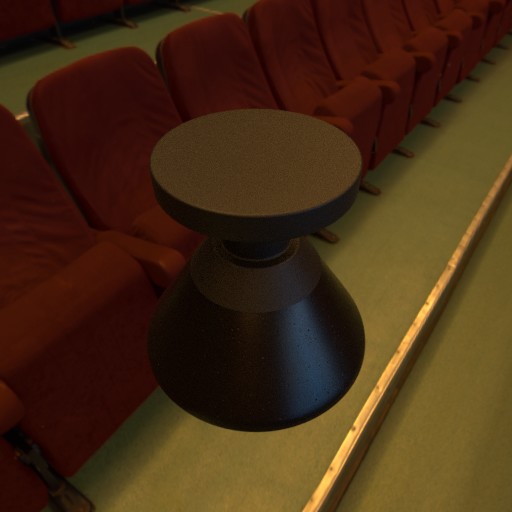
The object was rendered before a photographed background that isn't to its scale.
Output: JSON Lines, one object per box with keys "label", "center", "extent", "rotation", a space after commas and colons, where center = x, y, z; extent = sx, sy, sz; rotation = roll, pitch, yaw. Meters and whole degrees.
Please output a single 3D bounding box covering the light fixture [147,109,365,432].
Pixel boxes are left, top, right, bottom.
{"label": "light fixture", "center": [0.000, 0.000, 0.353], "extent": [0.200, 0.183, 0.200], "rotation": [0, 42, 0]}
